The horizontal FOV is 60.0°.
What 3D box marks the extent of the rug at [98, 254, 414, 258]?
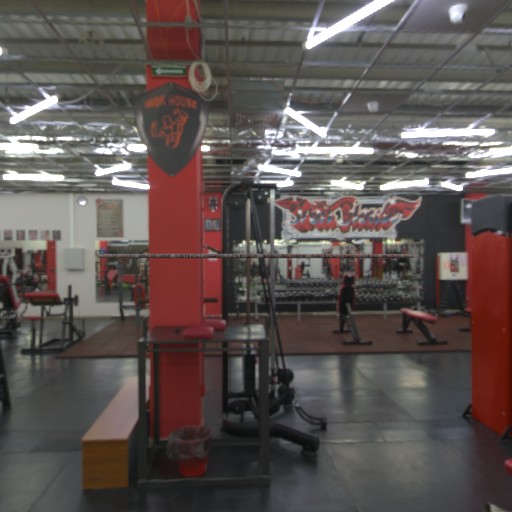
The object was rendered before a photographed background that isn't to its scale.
[{"bbox_3d":[0.000,0.000,2.250,1.514,0.015,1.514,0,0,0],"label":"rug"}]
